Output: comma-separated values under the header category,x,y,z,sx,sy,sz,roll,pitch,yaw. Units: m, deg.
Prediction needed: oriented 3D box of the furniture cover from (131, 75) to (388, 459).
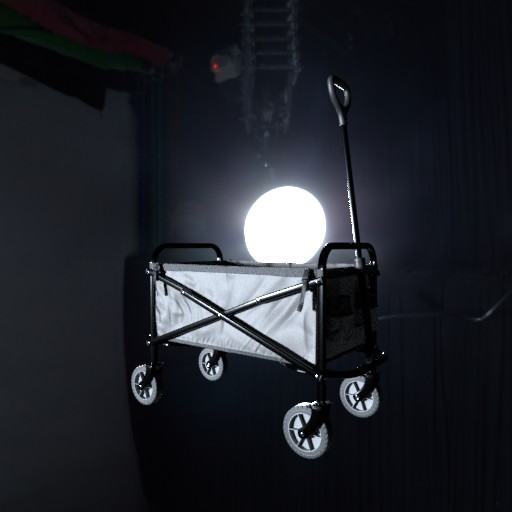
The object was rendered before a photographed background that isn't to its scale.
category,x,y,z,sx,sy,sz,roll,pitch,yaw
furniture cover,0.000,0.000,1.835,1.038,1.295,0.532,1,2,37
